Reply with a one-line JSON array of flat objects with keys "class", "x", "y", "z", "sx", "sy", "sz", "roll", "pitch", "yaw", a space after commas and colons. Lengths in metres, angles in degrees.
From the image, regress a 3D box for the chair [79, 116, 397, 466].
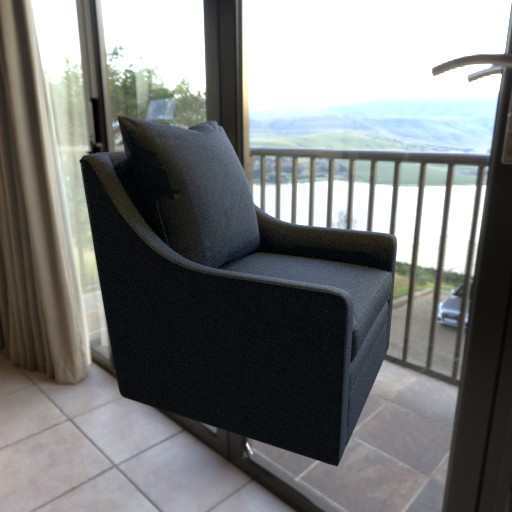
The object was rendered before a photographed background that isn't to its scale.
[{"class": "chair", "x": 0.000, "y": 0.000, "z": 1.571, "sx": 0.870, "sy": 0.939, "sz": 0.750, "roll": 7, "pitch": 17, "yaw": 25}]
